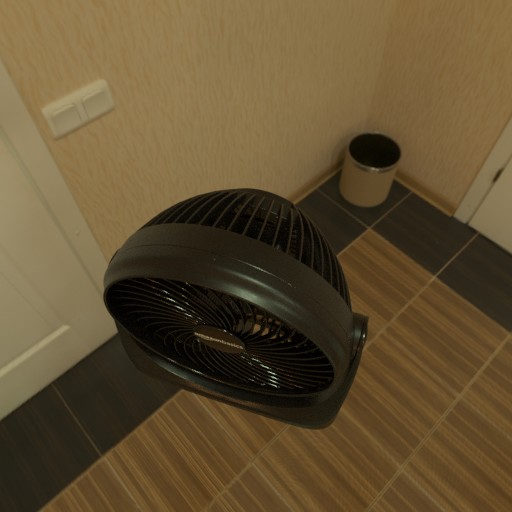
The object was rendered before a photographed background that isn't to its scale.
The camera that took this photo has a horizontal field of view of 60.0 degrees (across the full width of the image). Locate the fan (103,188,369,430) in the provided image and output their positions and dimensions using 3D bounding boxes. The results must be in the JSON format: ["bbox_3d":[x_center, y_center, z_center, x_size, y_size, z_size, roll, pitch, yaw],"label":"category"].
[{"bbox_3d":[0.000,0.000,0.486,0.273,0.277,0.256,15,58,10],"label":"fan"}]
